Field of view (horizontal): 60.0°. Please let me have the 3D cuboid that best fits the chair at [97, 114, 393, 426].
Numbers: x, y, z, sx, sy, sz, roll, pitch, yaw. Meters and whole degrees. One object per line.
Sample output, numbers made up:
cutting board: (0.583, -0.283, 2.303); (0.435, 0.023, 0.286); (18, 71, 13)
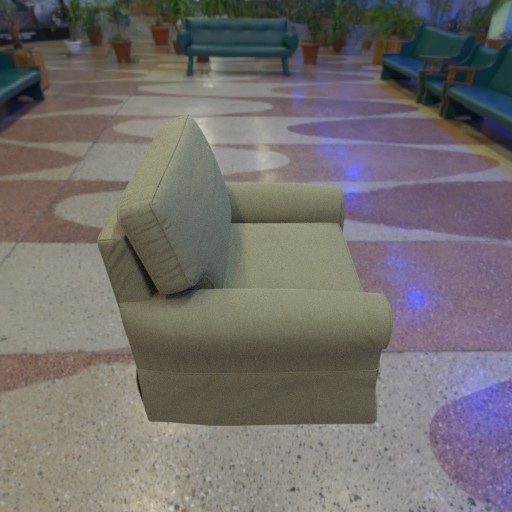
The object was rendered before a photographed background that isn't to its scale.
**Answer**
chair: (0.000, 0.000, 1.935); (0.988, 1.017, 1.135); (0, 33, -1)
